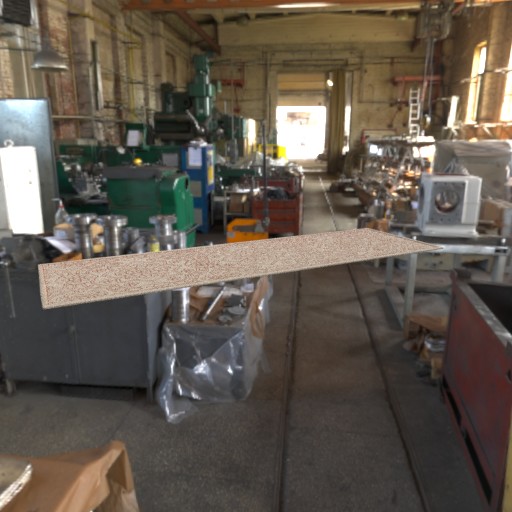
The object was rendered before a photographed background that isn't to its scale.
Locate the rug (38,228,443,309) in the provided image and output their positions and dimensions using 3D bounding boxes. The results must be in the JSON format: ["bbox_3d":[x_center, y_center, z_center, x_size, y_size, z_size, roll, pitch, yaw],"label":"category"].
[{"bbox_3d":[0.000,0.000,2.768,2.448,0.012,0.769,-7,16,-26],"label":"rug"}]
